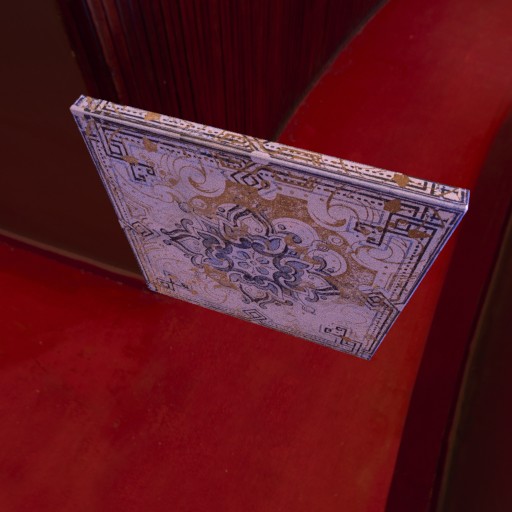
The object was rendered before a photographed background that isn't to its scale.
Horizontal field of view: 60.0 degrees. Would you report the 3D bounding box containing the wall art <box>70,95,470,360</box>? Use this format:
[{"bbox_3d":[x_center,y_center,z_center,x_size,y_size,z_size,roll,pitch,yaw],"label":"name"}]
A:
[{"bbox_3d":[0.000,0.000,0.907,0.609,0.607,0.036,16,59,10],"label":"wall art"}]
